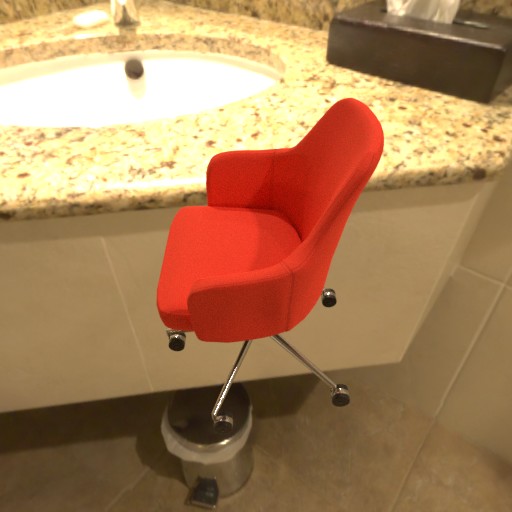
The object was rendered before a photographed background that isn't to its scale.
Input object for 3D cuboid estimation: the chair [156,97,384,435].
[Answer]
[{"bbox_3d":[0.000,0.000,1.264,0.600,0.820,0.655,0,42,0],"label":"chair"}]
